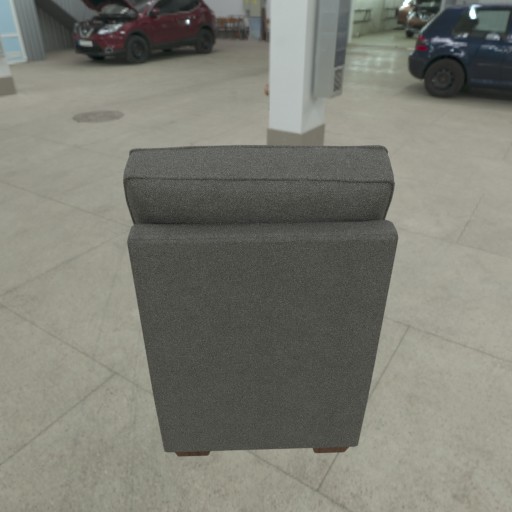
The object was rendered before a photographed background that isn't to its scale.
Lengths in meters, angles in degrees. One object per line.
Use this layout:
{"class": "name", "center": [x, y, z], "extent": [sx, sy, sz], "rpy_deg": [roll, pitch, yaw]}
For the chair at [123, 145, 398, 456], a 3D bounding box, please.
{"class": "chair", "center": [0.000, 0.000, 1.533], "extent": [0.621, 0.970, 0.938], "rpy_deg": [-1, 31, -2]}
